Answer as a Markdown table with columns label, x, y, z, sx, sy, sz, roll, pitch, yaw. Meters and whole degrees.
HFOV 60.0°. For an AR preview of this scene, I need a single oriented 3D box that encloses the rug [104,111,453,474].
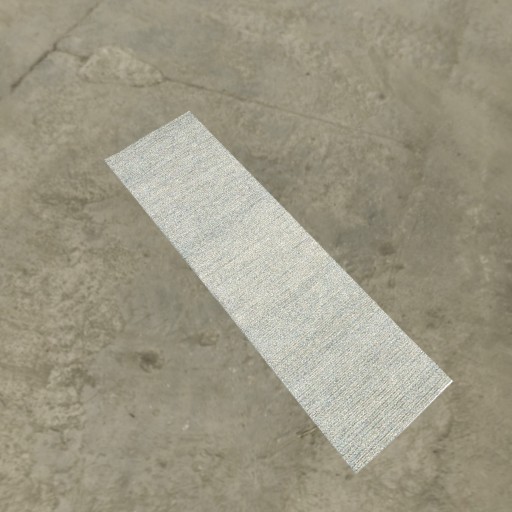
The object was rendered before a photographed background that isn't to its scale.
| label | x | y | z | sx | sy | sz | roll | pitch | yaw |
| --- | --- | --- | --- | --- | --- | --- | --- | --- | --- |
| rug | 0.000 | 0.000 | 2.541 | 0.675 | 0.037 | 2.341 | -35 | 68 | -16 |
